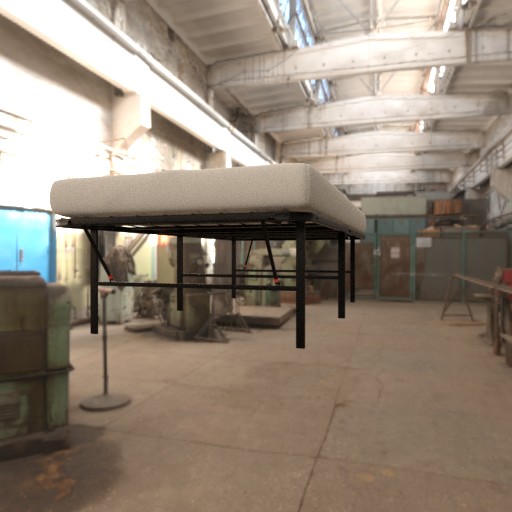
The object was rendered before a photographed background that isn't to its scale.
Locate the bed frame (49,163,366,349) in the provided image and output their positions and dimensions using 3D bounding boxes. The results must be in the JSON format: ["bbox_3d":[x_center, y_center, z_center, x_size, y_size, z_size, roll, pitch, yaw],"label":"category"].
[{"bbox_3d":[0.000,0.000,2.352,0.989,0.619,1.903,0,0,19],"label":"bed frame"}]
